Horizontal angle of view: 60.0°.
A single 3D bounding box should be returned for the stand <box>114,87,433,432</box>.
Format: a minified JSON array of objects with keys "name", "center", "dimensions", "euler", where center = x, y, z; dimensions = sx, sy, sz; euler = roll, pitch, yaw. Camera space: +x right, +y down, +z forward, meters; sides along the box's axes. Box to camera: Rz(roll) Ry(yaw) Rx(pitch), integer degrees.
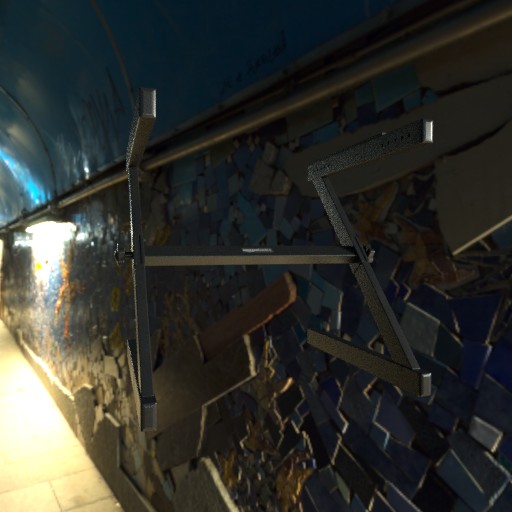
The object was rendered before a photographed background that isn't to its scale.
[{"name":"stand","center":[0.000,0.000,1.151],"dimensions":[0.700,0.617,0.586],"euler":[0,1,-18]}]
